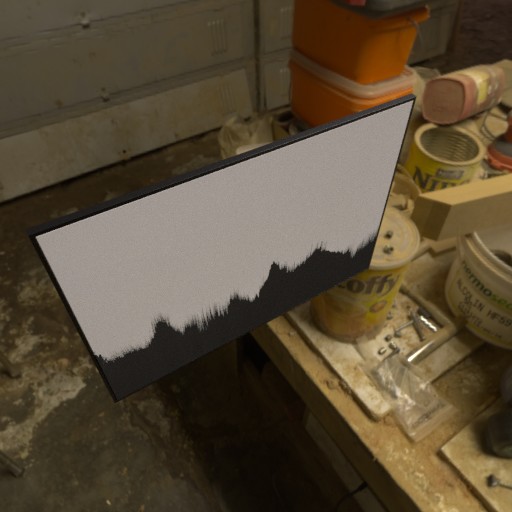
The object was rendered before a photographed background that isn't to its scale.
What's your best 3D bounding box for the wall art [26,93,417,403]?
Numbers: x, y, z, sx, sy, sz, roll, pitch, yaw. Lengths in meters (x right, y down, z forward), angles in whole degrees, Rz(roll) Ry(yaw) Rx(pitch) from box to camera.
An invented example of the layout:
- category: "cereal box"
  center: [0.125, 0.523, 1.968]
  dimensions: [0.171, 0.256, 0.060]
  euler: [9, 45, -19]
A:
- category: "wall art"
  center: [0.000, 0.000, 1.198]
  dimensions: [0.957, 0.660, 0.019]
  euler: [-25, 51, -22]
